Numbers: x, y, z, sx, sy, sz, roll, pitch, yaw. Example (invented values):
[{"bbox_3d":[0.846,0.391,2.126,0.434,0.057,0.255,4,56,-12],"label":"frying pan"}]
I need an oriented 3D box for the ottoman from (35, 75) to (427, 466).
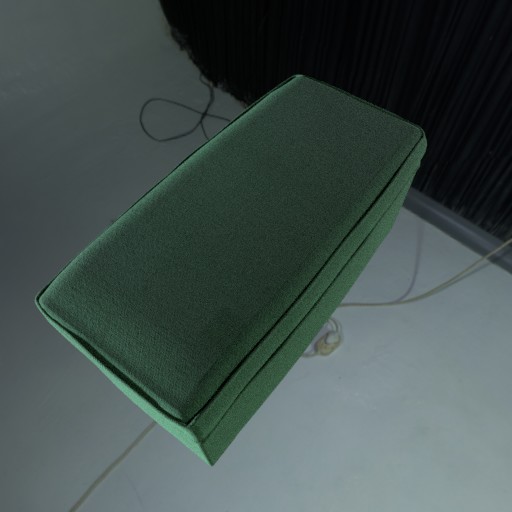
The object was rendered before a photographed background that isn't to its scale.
[{"bbox_3d":[0.000,0.000,1.202,0.483,0.471,0.957,33,63,20],"label":"ottoman"}]
